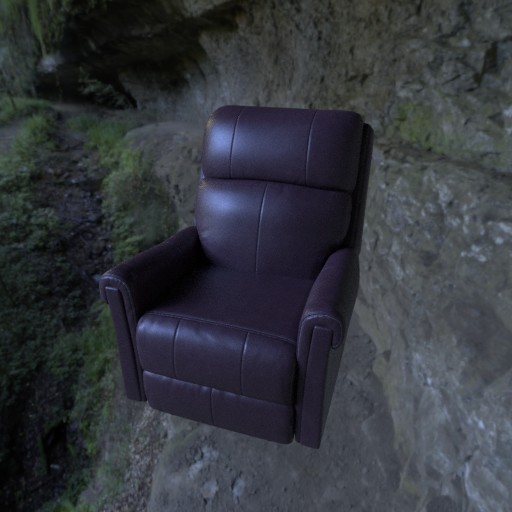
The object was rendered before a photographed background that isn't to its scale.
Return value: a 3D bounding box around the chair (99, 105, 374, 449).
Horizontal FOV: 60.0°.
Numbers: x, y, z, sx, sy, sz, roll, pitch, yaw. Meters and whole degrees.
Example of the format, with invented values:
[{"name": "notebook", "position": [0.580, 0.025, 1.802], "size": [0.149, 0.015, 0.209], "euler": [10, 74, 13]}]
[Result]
[{"name": "chair", "position": [0.000, 0.000, 1.789], "size": [0.838, 1.054, 1.014], "euler": [8, 28, 16]}]
